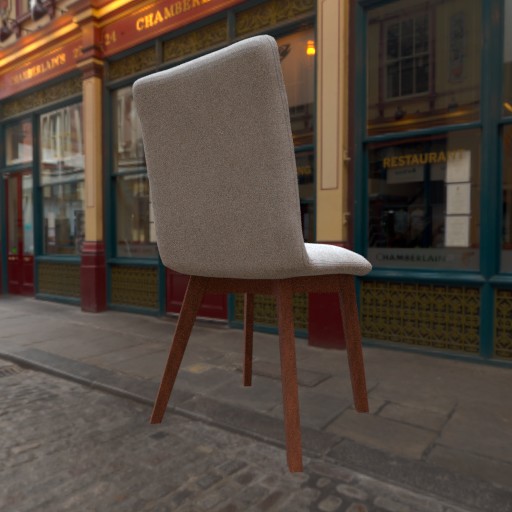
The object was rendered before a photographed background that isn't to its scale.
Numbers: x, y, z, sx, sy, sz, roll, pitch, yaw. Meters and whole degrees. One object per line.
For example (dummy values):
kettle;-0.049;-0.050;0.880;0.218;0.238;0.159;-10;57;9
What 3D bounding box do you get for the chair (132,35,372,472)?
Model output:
chair;0.000;0.000;1.294;0.522;0.974;0.563;1;1;36
